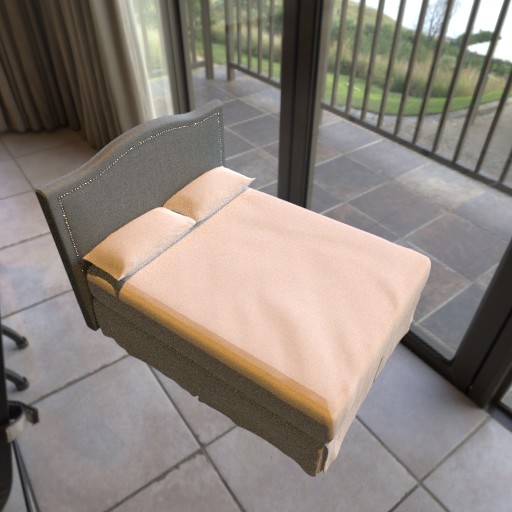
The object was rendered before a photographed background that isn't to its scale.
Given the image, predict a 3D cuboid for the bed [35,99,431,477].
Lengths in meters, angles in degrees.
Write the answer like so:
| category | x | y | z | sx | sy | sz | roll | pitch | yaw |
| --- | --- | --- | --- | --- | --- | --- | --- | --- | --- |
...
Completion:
| category | x | y | z | sx | sy | sz | roll | pitch | yaw |
| --- | --- | --- | --- | --- | --- | --- | --- | --- | --- |
| bed | 0.000 | 0.000 | 3.210 | 2.143 | 1.460 | 1.753 | 25 | 47 | 26 |
